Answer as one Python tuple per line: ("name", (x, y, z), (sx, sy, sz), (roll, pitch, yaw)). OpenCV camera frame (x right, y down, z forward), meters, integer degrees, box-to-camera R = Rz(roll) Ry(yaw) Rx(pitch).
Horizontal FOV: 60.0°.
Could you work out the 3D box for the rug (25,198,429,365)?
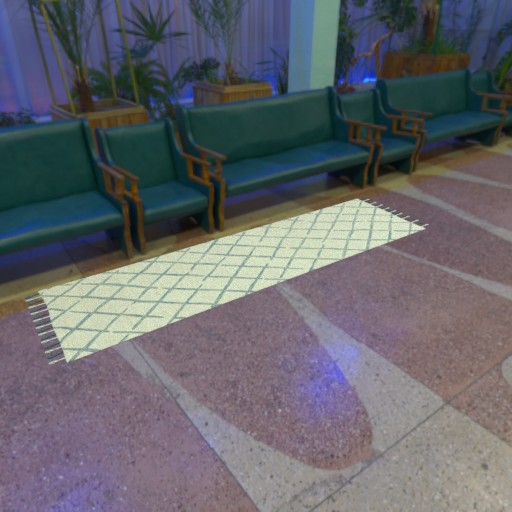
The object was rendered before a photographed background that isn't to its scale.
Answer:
("rug", (0.000, 0.000, 2.557), (2.372, 0.008, 0.620), (-18, 34, -29))
